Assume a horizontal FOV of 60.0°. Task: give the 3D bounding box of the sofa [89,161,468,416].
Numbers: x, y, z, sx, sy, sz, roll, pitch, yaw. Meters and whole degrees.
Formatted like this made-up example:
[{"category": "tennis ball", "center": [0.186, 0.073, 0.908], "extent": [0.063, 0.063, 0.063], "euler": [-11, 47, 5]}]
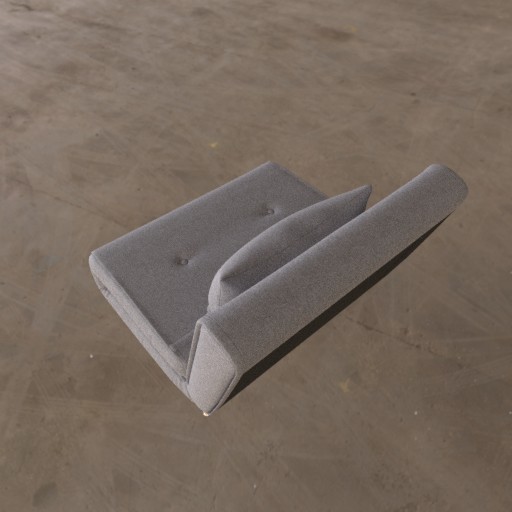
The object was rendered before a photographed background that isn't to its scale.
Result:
[{"category": "sofa", "center": [0.000, 0.000, 1.748], "extent": [1.020, 0.825, 1.000], "euler": [-32, 54, -27]}]
